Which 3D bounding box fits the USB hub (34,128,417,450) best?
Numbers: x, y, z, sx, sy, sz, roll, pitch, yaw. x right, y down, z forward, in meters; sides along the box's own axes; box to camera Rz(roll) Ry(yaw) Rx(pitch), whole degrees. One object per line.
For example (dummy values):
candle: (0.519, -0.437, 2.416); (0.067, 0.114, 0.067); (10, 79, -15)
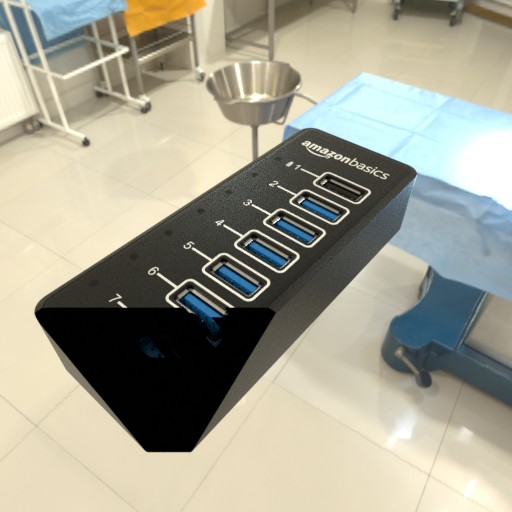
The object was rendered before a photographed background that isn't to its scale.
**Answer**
USB hub: (0.000, 0.000, 0.128); (0.044, 0.023, 0.110); (31, 53, 27)
